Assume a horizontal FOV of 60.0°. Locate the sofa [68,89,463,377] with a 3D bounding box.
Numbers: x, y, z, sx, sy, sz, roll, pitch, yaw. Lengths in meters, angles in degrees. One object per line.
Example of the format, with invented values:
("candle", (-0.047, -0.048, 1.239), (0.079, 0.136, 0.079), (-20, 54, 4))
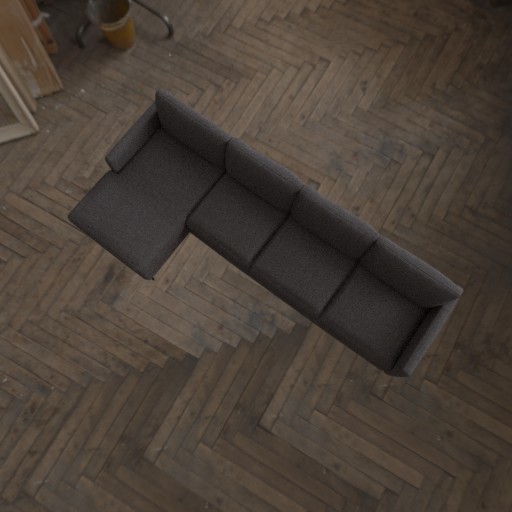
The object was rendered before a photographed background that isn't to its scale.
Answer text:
("sofa", (0.000, 0.000, 3.320), (2.731, 0.754, 1.258), (35, 79, 8))
